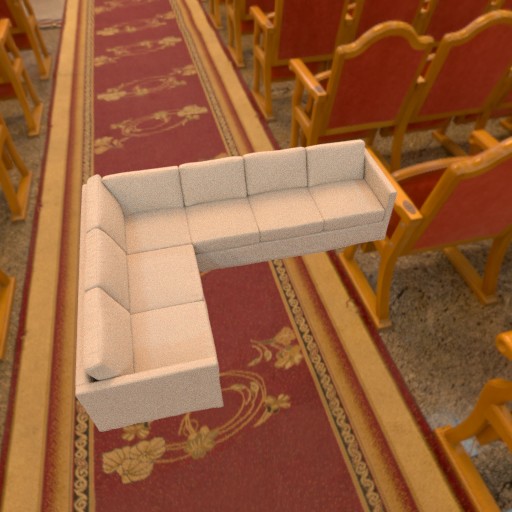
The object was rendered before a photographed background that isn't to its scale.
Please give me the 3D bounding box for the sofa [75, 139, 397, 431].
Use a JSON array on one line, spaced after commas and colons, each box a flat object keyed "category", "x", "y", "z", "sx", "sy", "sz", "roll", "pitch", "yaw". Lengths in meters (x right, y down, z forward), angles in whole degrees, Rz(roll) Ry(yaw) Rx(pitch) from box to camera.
[{"category": "sofa", "x": 0.000, "y": 0.000, "z": 4.298, "sx": 3.182, "sy": 0.871, "sz": 2.432, "roll": -10, "pitch": 48, "yaw": -9}]
